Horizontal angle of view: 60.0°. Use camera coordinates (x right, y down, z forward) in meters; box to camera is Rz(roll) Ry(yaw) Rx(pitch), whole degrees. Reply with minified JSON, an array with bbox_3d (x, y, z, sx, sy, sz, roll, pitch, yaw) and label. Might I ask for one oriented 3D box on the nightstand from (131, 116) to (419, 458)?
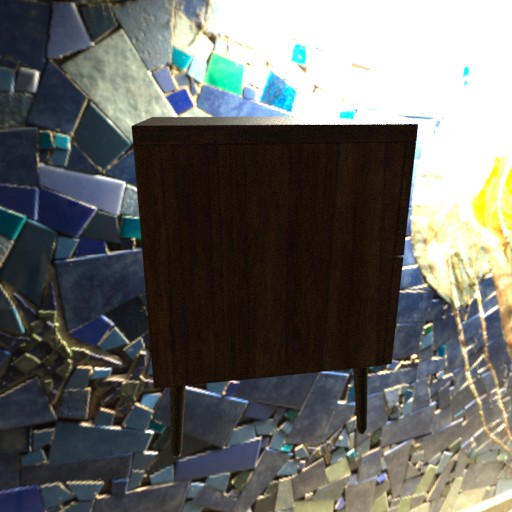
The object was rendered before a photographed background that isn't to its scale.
[{"bbox_3d":[0.000,0.000,1.035,0.458,0.610,0.610,-3,19,-9],"label":"nightstand"}]
